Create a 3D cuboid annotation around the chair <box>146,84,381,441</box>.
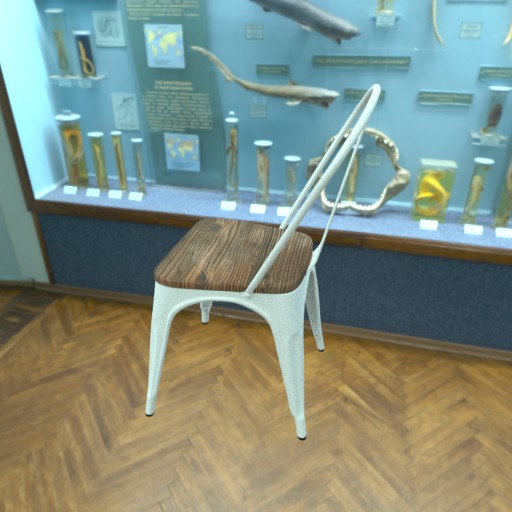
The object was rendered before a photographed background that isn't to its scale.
[{"bbox_3d":[0.000,0.000,1.155,0.521,0.851,0.452,8,30,13],"label":"chair"}]
